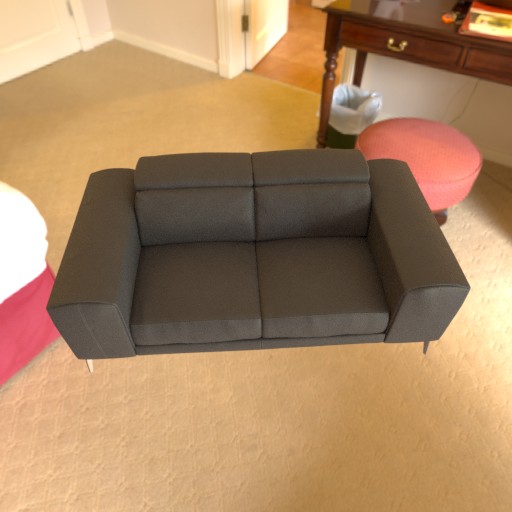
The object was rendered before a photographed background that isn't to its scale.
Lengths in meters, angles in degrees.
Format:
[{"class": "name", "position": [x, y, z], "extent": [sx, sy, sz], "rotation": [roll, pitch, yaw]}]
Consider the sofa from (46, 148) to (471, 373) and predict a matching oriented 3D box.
[{"class": "sofa", "position": [0.000, 0.000, 2.434], "extent": [1.895, 0.779, 1.003], "rotation": [-3, 46, -2]}]
